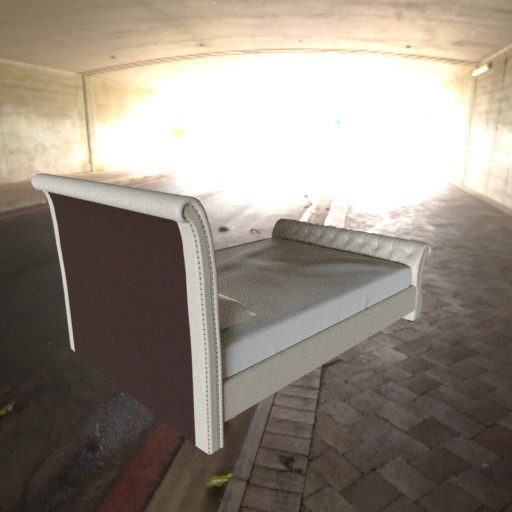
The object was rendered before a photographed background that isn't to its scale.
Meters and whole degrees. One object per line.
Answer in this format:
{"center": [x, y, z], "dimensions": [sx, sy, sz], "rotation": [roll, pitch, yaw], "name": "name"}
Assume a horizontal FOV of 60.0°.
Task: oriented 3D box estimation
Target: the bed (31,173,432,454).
{"center": [0.000, 0.000, 3.303], "dimensions": [1.606, 1.268, 2.493], "rotation": [15, 21, 43], "name": "bed"}
